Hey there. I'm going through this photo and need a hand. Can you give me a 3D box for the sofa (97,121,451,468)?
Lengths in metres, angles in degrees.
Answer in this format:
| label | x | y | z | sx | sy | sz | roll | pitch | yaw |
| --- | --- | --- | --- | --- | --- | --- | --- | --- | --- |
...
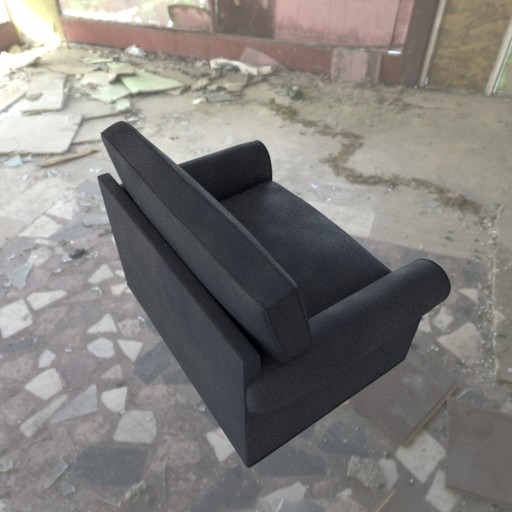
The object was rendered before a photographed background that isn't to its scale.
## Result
| label | x | y | z | sx | sy | sz | roll | pitch | yaw |
| --- | --- | --- | --- | --- | --- | --- | --- | --- | --- |
| sofa | 0.000 | 0.000 | 2.043 | 0.938 | 1.004 | 1.405 | -25 | 48 | -25 |
